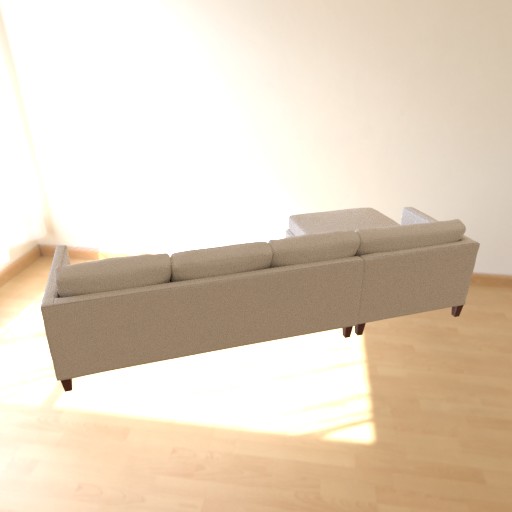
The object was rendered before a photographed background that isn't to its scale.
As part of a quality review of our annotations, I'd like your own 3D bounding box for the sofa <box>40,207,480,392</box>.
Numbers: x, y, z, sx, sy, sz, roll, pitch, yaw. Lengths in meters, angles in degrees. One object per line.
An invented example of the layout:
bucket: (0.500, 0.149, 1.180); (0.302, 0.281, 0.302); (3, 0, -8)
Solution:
sofa: (0.000, 0.000, 3.837); (3.186, 0.846, 1.625); (-7, 27, -15)
